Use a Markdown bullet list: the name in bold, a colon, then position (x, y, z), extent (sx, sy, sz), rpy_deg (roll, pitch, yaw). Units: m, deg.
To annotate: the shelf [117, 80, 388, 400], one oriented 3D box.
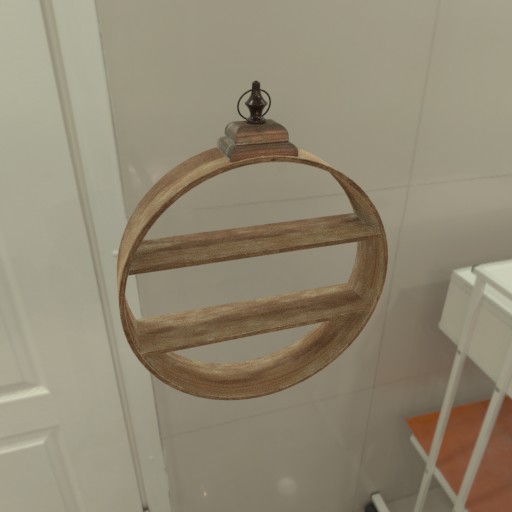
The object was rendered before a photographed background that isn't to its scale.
- **shelf**: position (0.000, 0.000, 0.979), extent (0.601, 0.725, 0.125), rpy_deg (-8, 29, -15)
